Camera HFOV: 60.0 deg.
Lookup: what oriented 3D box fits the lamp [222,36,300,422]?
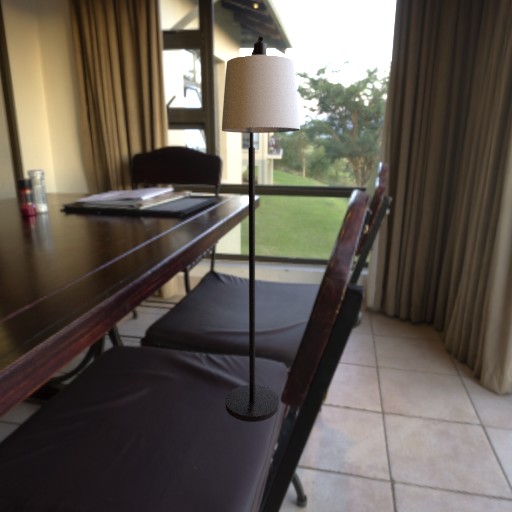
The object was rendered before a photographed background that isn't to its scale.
[{"bbox_3d":[0.000,0.000,1.684,0.254,1.478,0.508,-2,16,-7],"label":"lamp"}]
